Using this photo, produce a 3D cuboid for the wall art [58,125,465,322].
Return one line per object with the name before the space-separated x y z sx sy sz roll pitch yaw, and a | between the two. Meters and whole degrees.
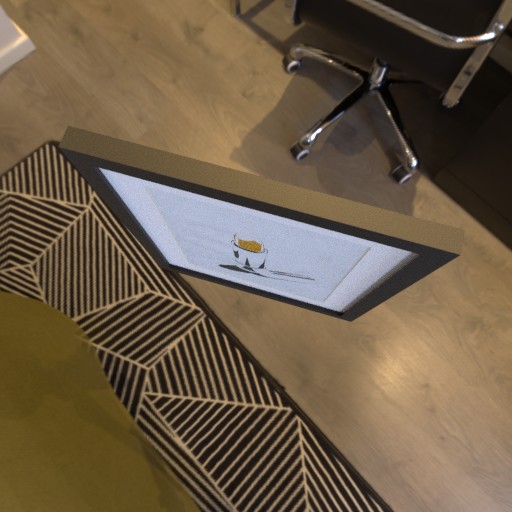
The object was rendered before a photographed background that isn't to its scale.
wall art | 0.000 0.000 0.757 0.457 0.559 0.029 16 75 4
